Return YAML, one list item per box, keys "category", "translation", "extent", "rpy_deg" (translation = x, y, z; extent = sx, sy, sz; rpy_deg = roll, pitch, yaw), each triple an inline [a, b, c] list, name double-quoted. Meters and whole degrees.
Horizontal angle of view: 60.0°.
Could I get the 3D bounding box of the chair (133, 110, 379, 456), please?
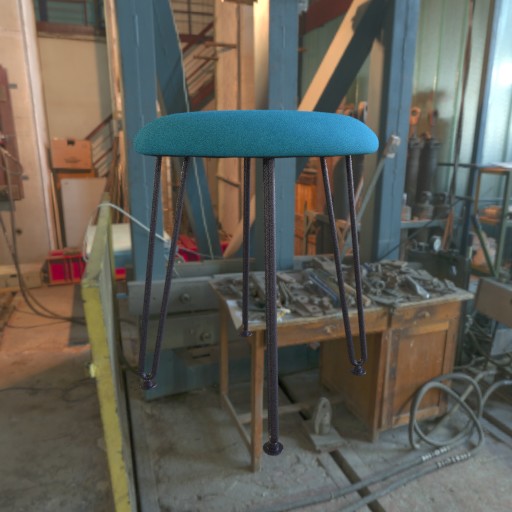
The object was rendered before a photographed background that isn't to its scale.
- category: "chair"
  translation: [0.000, 0.000, 0.698]
  extent: [0.350, 0.430, 0.350]
  rpy_deg: [7, 16, 25]
